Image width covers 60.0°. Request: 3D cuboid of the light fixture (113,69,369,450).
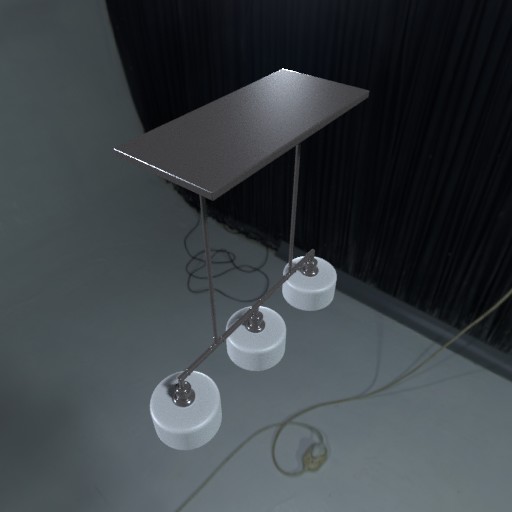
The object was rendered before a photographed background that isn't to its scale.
[{"bbox_3d":[0.000,0.000,0.847,0.177,0.557,0.582,27,48,27],"label":"light fixture"}]
